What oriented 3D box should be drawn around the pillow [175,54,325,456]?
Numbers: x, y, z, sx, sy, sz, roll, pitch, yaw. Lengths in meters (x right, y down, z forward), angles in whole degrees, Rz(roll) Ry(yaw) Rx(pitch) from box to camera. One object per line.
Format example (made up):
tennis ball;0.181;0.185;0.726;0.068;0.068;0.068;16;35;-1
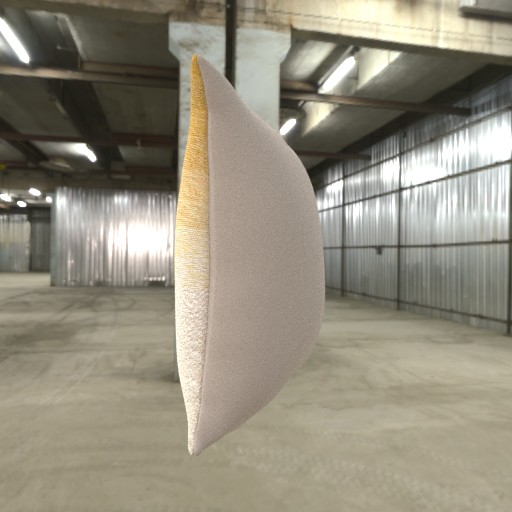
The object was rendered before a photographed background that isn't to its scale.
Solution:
pillow;0.000;0.000;0.697;0.211;0.450;0.450;0;0;17
